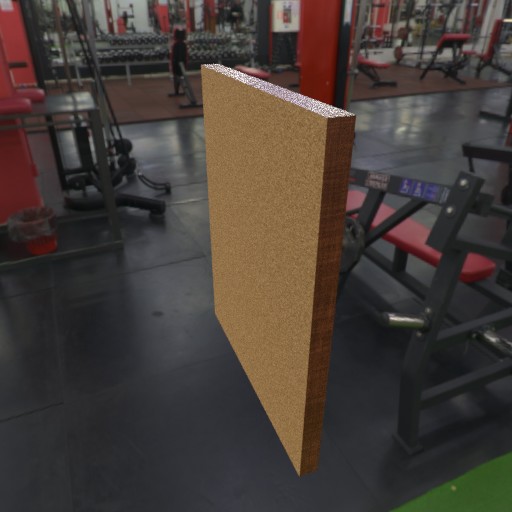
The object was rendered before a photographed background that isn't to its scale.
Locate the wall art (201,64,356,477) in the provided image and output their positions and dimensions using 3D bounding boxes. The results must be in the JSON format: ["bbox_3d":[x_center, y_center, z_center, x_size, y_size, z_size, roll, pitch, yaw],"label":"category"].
[{"bbox_3d":[0.000,0.000,0.770,0.033,0.567,0.467,-11,31,-19],"label":"wall art"}]
